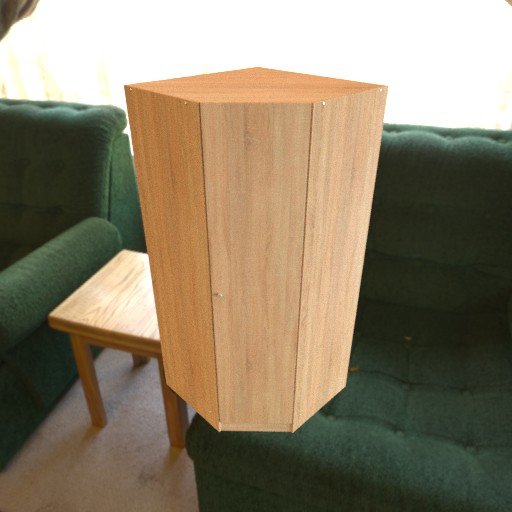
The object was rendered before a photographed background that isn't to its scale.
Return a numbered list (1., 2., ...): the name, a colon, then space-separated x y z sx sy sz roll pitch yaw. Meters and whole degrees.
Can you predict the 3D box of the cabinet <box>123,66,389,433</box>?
1. cabinet: 0.000 0.000 2.854 1.327 2.120 1.094 1 31 1
